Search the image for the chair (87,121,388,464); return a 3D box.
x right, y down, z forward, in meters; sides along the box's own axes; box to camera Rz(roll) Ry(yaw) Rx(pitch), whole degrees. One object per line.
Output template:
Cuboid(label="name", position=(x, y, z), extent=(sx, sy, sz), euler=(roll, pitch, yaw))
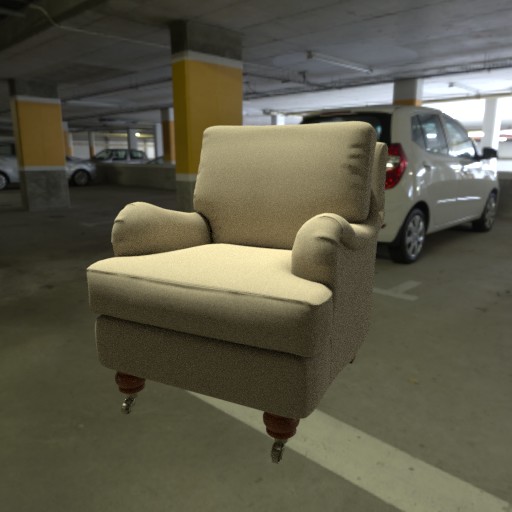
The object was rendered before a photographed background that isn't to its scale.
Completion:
Cuboid(label="chair", position=(0.000, 0.000, 1.826), extent=(0.895, 1.076, 1.078), euler=(6, 14, 25))
